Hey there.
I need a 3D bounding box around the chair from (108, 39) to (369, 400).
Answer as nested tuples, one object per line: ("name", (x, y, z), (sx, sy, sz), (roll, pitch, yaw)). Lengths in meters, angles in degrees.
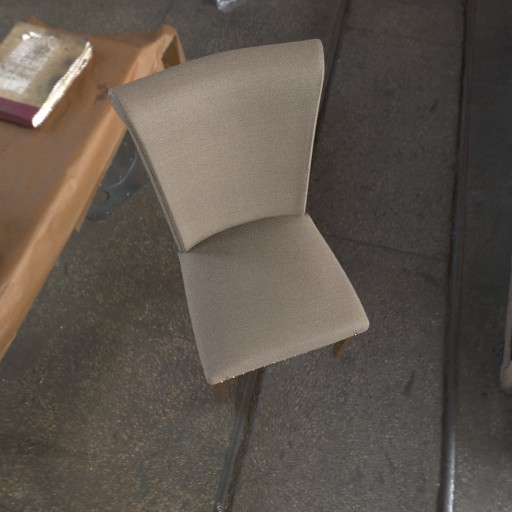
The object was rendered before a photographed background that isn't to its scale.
("chair", (0.000, 0.000, 1.329), (0.513, 0.988, 0.608), (-17, 65, -8))
